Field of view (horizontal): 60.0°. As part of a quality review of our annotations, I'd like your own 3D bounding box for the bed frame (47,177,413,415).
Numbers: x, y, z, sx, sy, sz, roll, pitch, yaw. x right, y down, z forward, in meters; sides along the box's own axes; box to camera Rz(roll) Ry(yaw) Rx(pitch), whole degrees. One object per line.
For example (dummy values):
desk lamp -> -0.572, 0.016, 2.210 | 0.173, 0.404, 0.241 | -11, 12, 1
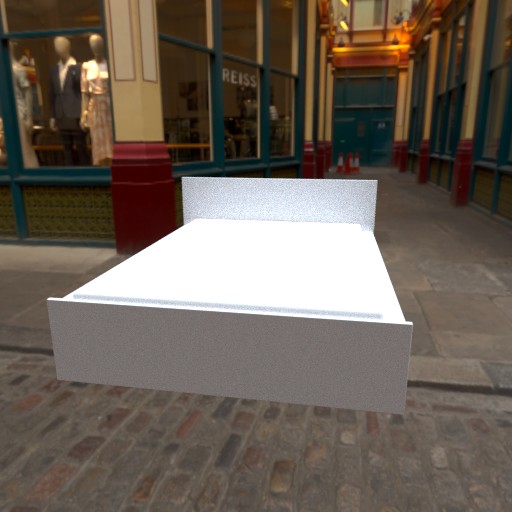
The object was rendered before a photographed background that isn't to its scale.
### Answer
bed frame -> 0.000, 0.000, 2.849 | 1.622, 0.800, 1.960 | 3, 16, 10
